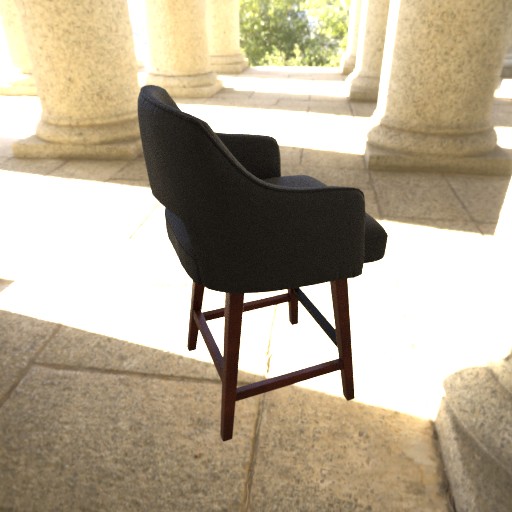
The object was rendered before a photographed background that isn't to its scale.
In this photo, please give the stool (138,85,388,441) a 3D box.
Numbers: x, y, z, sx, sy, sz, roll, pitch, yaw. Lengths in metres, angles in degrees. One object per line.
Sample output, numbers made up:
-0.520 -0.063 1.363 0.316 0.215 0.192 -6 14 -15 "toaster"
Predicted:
0.000 0.000 1.266 0.558 0.912 0.548 -11 31 -19 "stool"
